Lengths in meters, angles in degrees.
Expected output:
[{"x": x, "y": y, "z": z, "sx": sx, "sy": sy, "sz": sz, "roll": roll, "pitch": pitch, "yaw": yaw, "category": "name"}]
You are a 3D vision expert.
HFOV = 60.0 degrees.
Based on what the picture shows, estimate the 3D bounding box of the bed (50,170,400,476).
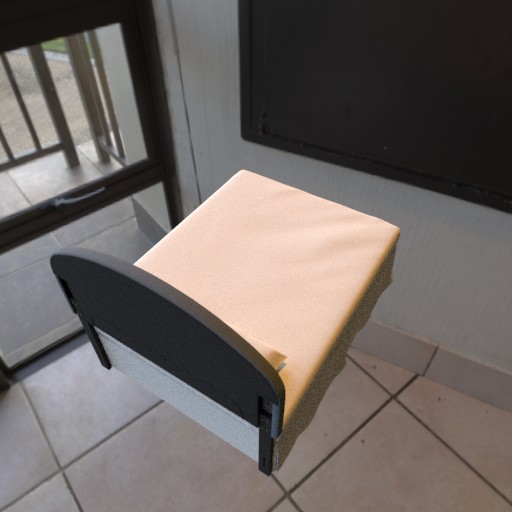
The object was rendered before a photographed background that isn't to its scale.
[{"x": 0.000, "y": 0.000, "z": 3.092, "sx": 1.607, "sy": 1.410, "sz": 2.005, "roll": 24, "pitch": 51, "yaw": 22, "category": "bed"}]
